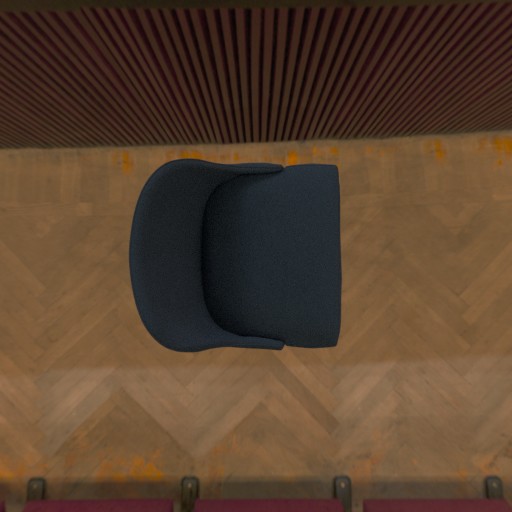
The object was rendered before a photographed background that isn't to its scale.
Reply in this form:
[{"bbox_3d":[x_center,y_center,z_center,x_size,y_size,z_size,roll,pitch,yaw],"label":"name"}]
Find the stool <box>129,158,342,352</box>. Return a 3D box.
[{"bbox_3d":[0.000,0.000,1.396,0.489,1.079,0.527,0,90,0],"label":"stool"}]
